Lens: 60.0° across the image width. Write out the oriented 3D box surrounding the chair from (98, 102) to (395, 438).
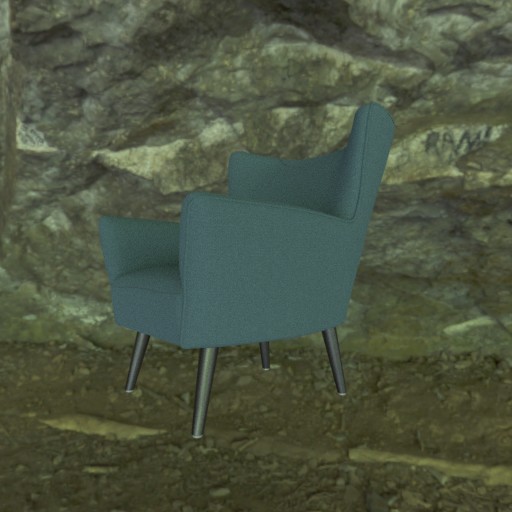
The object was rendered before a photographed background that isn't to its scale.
[{"bbox_3d":[0.000,0.000,1.550,0.888,0.933,0.781,1,-1,-36],"label":"chair"}]
